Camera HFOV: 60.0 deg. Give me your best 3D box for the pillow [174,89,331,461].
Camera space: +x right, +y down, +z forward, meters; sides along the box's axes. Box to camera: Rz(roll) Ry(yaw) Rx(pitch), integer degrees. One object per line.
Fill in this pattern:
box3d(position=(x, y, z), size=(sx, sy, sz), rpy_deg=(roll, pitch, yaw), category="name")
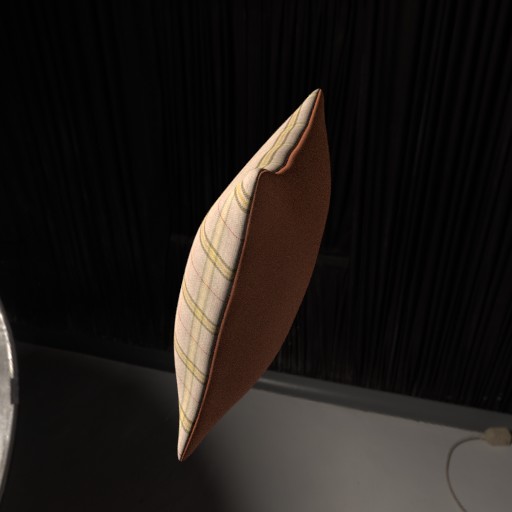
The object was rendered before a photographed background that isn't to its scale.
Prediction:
box3d(position=(0.000, 0.000, 0.687), size=(0.200, 0.430, 0.453), rpy_deg=(7, 31, 12), category="pillow")
